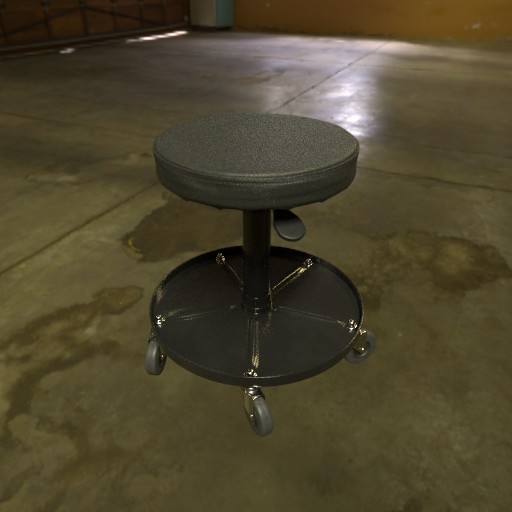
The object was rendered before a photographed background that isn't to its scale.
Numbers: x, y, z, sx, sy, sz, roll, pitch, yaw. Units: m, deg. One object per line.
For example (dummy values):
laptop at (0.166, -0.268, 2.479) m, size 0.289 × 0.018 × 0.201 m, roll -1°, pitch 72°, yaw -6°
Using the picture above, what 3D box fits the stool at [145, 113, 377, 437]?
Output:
stool at (0.000, 0.000, 0.679) m, size 0.381 × 0.365 × 0.382 m, roll -11°, pitch 33°, yaw -17°
